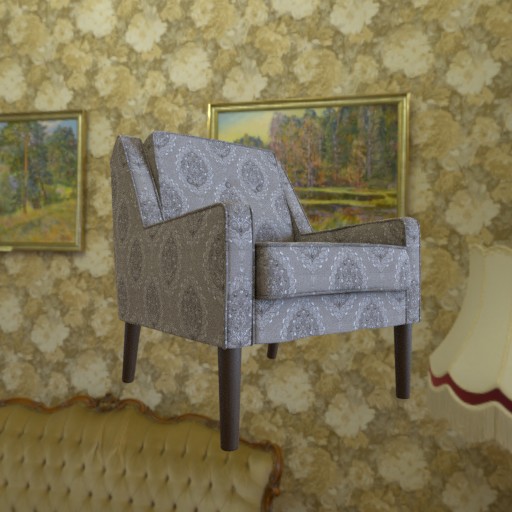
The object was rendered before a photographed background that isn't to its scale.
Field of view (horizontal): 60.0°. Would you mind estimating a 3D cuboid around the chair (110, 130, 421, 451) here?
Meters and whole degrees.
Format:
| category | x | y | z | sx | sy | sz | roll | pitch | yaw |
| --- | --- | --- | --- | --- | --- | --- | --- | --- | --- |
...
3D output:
| category | x | y | z | sx | sy | sz | roll | pitch | yaw |
| --- | --- | --- | --- | --- | --- | --- | --- | --- | --- |
| chair | 0.000 | 0.000 | 1.332 | 0.665 | 0.797 | 0.750 | 0 | 0 | -35 |
